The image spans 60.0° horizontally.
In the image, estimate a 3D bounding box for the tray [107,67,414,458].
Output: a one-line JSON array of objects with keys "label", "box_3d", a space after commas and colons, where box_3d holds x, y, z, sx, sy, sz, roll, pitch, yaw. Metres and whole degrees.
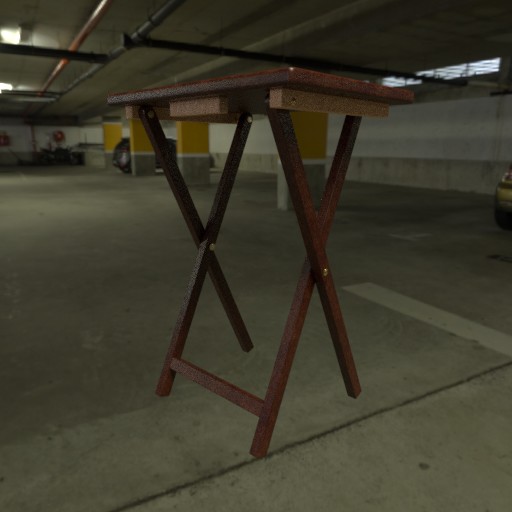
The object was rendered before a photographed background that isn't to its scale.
[{"label": "tray", "box_3d": [0.000, 0.000, 0.952, 0.483, 0.660, 0.381, 13, 19, 41]}]
